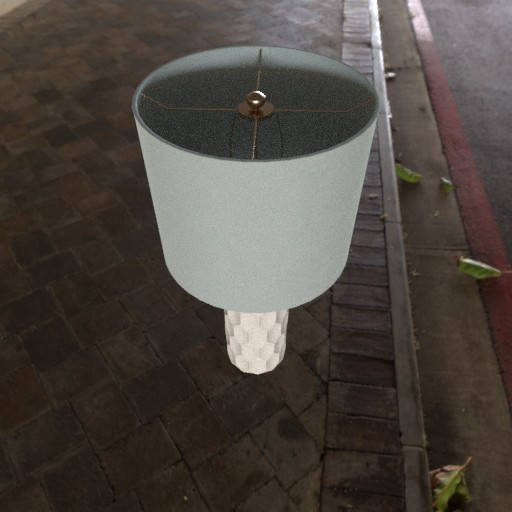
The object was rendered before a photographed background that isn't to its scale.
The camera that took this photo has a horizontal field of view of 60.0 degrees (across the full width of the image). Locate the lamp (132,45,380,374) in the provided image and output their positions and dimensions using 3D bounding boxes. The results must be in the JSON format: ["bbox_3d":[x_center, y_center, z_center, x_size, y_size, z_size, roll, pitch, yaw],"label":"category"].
[{"bbox_3d":[0.000,0.000,0.695,0.277,0.534,0.277,32,54,27],"label":"lamp"}]
